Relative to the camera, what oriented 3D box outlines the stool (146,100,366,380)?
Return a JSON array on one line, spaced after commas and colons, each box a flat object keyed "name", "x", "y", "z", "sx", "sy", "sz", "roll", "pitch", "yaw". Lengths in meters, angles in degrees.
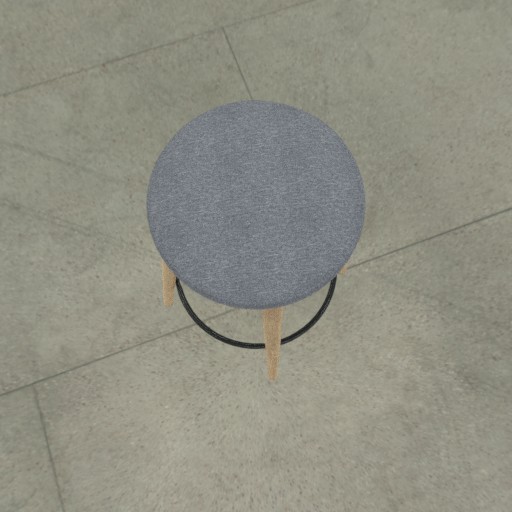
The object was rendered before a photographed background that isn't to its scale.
[{"name": "stool", "x": 0.000, "y": 0.000, "z": 0.988, "sx": 0.410, "sy": 0.770, "sz": 0.410, "roll": 34, "pitch": 79, "yaw": 8}]
